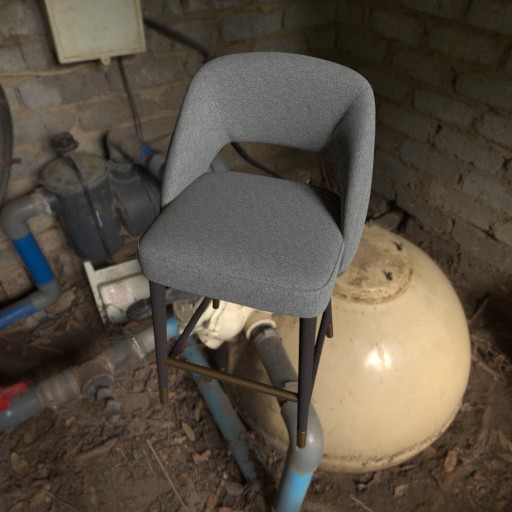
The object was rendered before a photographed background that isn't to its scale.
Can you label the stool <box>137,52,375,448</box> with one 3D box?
[{"bbox_3d":[0.000,0.000,1.219,0.536,0.925,0.524,12,42,14],"label":"stool"}]
